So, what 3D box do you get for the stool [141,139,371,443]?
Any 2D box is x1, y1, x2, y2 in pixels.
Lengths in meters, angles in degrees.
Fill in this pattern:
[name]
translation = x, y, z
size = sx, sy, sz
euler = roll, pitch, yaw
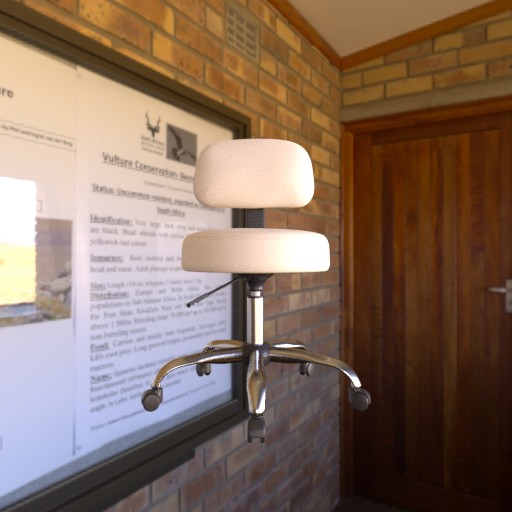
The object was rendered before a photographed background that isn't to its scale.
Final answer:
[stool]
translation = 0.000, 0.000, 1.247
size = 0.609, 0.810, 0.616
euler = 0, 0, 0
